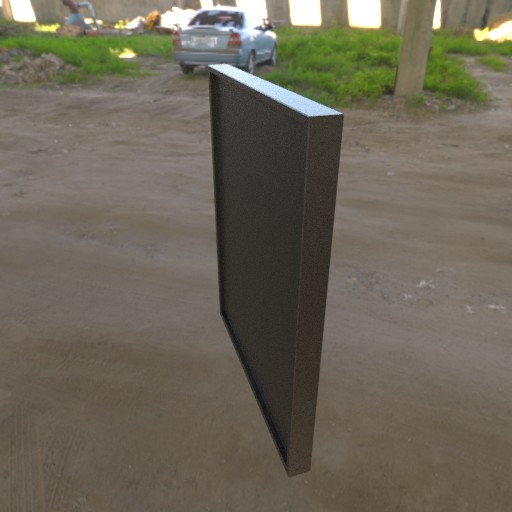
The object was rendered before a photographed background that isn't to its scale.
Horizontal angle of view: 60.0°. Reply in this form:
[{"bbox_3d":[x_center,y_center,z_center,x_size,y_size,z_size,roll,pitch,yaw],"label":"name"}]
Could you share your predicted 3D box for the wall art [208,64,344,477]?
[{"bbox_3d":[0.000,0.000,0.753,0.039,0.555,0.449,-9,31,-16],"label":"wall art"}]
